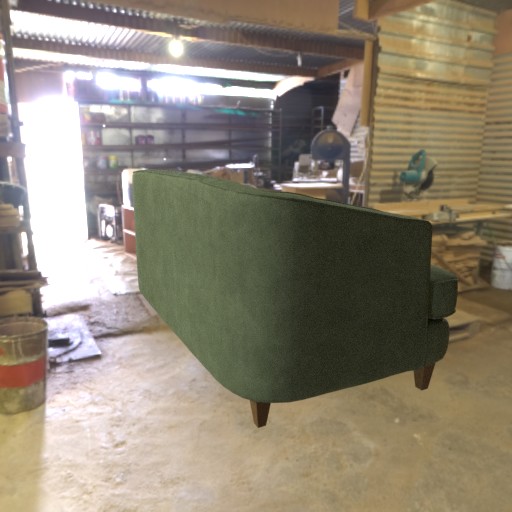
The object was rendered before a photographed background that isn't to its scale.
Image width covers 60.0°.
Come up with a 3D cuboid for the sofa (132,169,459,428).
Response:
[{"bbox_3d":[0.000,0.000,2.241,0.941,0.855,1.733,-7,15,-27],"label":"sofa"}]
